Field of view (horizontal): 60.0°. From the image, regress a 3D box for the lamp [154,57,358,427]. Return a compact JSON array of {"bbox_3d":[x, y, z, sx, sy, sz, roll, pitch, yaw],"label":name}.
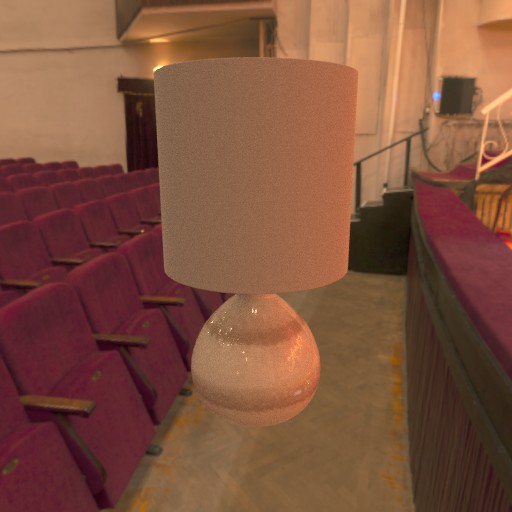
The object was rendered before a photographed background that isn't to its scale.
[{"bbox_3d":[0.000,0.000,0.531,0.217,0.404,0.217,2,15,9],"label":"lamp"}]
